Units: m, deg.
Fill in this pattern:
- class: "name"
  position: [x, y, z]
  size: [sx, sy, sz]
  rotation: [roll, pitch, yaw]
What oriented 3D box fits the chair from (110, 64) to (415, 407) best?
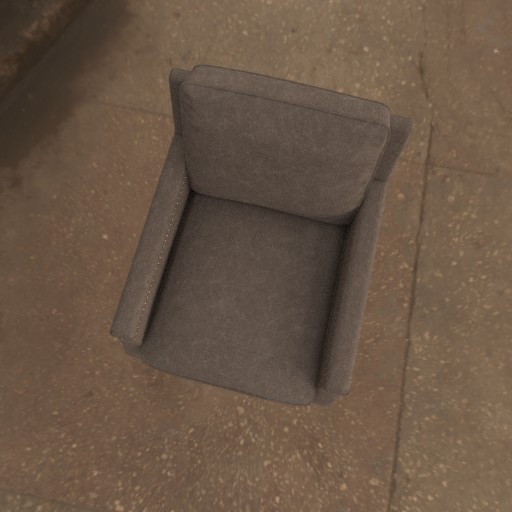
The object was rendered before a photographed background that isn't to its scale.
- class: "chair"
  position: [0.000, 0.000, 1.691]
  size: [0.853, 0.948, 1.014]
  rotation: [14, 76, 3]
